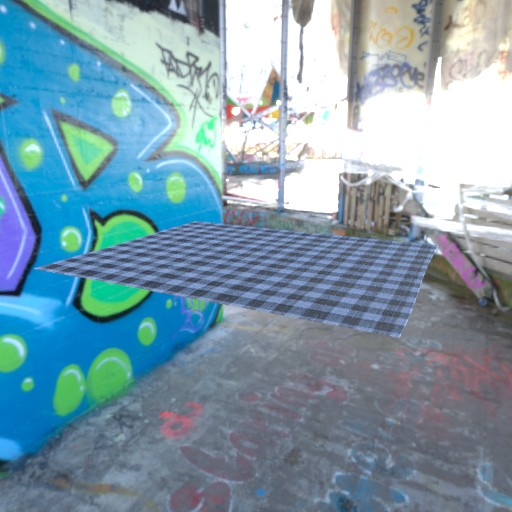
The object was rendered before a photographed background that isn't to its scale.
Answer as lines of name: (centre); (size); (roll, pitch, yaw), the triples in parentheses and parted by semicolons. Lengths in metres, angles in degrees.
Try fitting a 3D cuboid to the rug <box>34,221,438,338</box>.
rug: (0.000, 0.000, 4.183); (3.021, 0.013, 2.432); (7, 17, 26)
